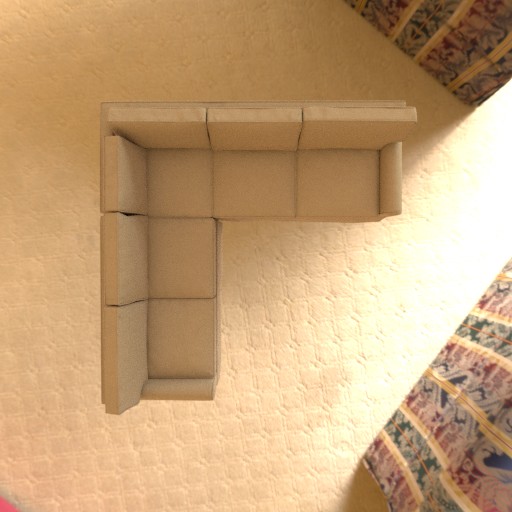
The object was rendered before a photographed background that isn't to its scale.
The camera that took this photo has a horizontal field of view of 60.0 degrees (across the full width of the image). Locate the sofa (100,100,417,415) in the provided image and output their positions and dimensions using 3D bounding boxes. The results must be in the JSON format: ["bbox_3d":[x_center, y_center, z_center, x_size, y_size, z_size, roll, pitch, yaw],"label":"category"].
[{"bbox_3d":[0.000,0.000,4.203,2.733,1.124,2.730,0,91,0],"label":"sofa"}]
